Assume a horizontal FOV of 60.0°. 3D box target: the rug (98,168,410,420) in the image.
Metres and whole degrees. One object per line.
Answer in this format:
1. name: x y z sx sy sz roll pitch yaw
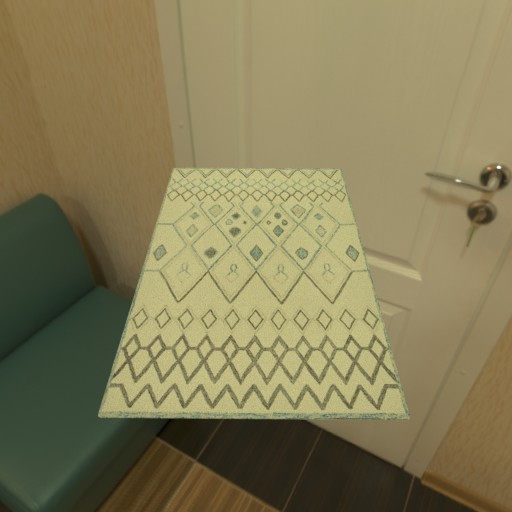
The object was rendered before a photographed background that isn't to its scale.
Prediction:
1. rug: 0.000 0.000 3.084 1.524 0.015 2.439 0 40 0
